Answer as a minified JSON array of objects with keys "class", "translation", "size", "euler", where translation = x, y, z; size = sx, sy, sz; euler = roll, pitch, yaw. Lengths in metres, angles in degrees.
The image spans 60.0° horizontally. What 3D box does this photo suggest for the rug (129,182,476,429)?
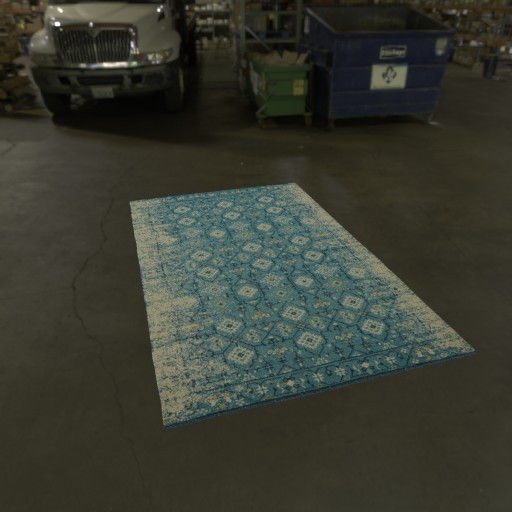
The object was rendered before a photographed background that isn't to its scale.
[{"class":"rug","translation":[0.000,0.000,2.985],"size":[1.530,0.015,2.449],"euler":[-9,31,-15]}]
